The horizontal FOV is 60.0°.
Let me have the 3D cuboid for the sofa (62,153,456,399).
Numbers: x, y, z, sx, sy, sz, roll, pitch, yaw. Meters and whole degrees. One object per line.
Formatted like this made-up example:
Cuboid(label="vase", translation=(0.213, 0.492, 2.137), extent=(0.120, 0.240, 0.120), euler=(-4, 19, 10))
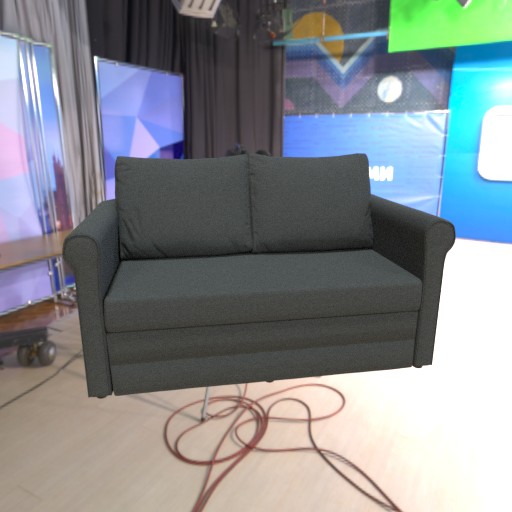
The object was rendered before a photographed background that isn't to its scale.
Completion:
Cuboid(label="sofa", translation=(0.000, 0.000, 1.986), extent=(1.460, 0.872, 0.741), euler=(-3, 16, -9))
